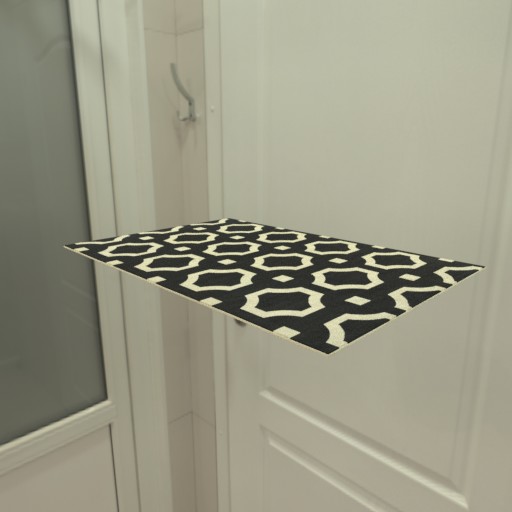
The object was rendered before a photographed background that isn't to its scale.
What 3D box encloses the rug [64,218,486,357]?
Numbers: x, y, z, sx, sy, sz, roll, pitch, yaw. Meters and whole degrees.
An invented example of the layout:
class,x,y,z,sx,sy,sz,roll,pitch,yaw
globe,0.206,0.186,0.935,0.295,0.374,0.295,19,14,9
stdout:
class,x,y,z,sx,sy,sz,roll,pitch,yaw
rug,0.000,0.000,2.861,1.555,0.016,2.286,-14,21,-43
